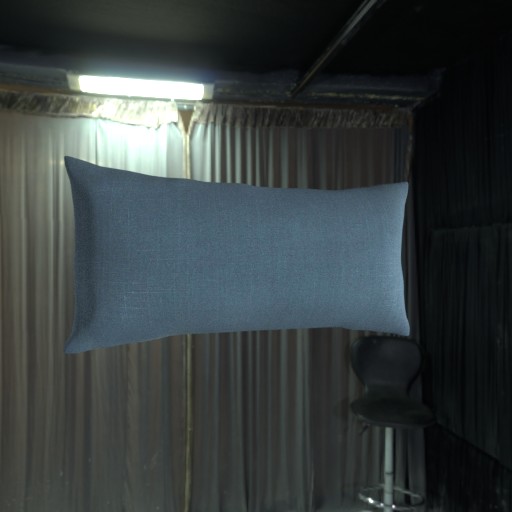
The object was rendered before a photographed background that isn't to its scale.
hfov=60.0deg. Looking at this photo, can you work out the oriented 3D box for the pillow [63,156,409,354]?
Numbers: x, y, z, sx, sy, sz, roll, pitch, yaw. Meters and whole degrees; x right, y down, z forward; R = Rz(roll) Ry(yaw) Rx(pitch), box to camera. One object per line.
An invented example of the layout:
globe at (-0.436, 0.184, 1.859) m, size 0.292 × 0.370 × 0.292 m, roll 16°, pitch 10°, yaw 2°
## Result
pillow at (0.000, 0.000, 0.760) m, size 0.609 × 0.305 × 0.151 m, roll 0°, pitch 1°, yaw -17°
